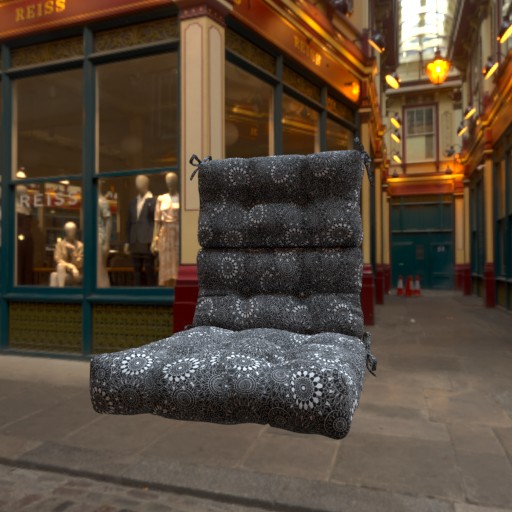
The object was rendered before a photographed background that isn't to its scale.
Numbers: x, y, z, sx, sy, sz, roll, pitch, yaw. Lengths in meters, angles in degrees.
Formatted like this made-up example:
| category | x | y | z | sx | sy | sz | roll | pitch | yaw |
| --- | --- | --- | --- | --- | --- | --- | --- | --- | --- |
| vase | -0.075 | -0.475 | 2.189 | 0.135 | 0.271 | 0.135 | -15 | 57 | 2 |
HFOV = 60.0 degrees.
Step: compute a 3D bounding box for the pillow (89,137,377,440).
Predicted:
| category | x | y | z | sx | sy | sz | roll | pitch | yaw |
| --- | --- | --- | --- | --- | --- | --- | --- | --- | --- |
| pillow | 0.000 | 0.000 | 0.999 | 0.519 | 0.605 | 0.571 | 0 | 0 | 17 |
